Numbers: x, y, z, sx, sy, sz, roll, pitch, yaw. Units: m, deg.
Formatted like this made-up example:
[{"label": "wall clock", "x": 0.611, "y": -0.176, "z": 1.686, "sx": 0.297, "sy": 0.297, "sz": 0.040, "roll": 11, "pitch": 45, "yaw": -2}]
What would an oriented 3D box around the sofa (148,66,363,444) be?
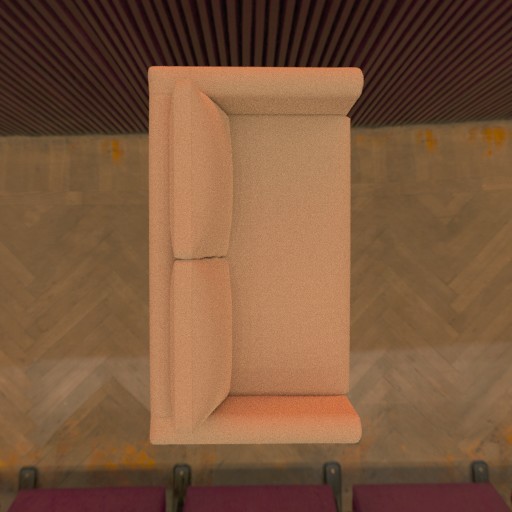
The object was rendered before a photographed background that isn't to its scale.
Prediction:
[{"label": "sofa", "x": 0.000, "y": 0.000, "z": 2.089, "sx": 0.905, "sy": 0.873, "sz": 1.598, "roll": 0, "pitch": 91, "yaw": -1}]
